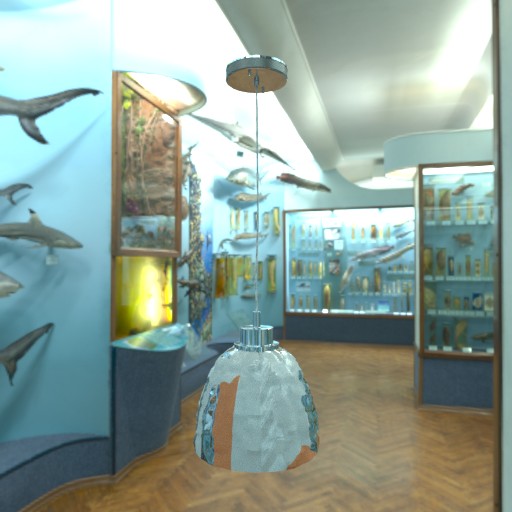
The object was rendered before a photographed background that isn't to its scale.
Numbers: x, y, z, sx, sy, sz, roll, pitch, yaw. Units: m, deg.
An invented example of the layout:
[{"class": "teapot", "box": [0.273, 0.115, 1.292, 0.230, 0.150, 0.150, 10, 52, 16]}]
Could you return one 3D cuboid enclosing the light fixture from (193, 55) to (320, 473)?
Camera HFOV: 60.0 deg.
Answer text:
[{"class": "light fixture", "box": [0.000, 0.000, 1.787, 0.500, 1.511, 0.496, 0, -1, 18]}]
